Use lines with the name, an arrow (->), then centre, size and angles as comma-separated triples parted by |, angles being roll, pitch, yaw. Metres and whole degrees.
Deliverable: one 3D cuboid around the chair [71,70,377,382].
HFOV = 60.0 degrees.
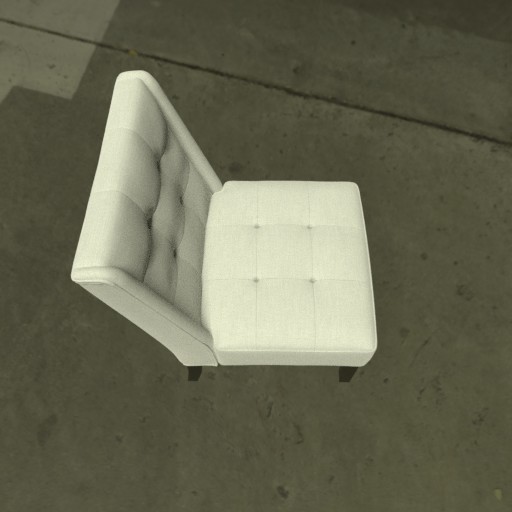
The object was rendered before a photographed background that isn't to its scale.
chair -> 0.000, 0.000, 1.291 | 0.676, 0.853, 0.569 | 1, 62, 0
